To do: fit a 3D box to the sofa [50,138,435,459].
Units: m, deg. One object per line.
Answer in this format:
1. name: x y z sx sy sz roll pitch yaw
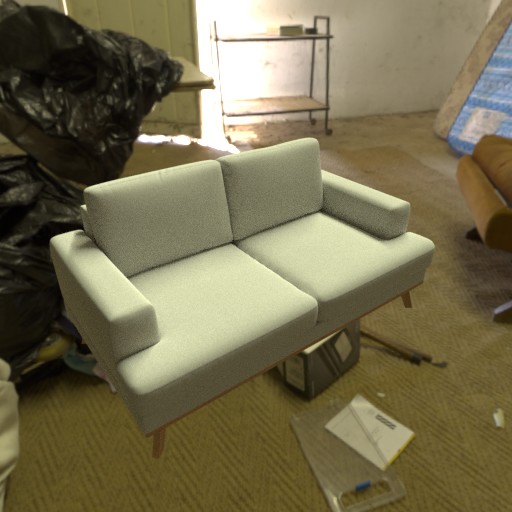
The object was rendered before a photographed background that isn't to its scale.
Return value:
1. sofa: 0.000 0.000 2.123 1.651 0.810 0.915 -21 36 -31
